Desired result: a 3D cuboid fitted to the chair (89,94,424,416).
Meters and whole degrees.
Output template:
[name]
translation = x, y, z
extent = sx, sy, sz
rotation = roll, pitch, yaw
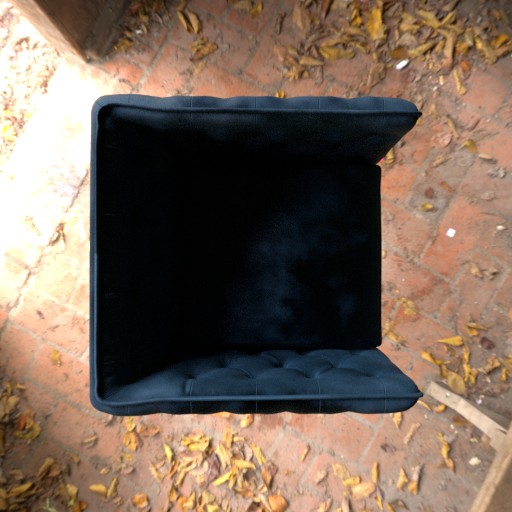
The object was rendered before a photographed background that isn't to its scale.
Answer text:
[chair]
translation = 0.000, 0.000, 1.508
extent = 0.877, 0.771, 0.868
rotation = 0, 89, 0
